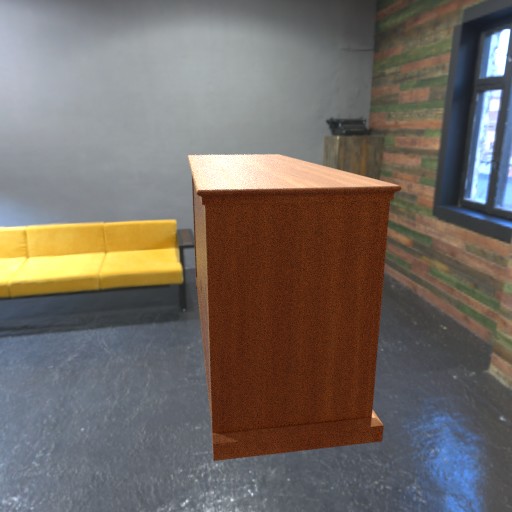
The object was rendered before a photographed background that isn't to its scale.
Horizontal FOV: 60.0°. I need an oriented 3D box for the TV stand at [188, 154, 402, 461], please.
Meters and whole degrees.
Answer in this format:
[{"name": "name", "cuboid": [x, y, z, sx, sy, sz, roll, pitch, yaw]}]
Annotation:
[{"name": "TV stand", "cuboid": [0.000, 0.000, 1.503, 0.417, 0.607, 1.181, -3, 16, -9]}]
